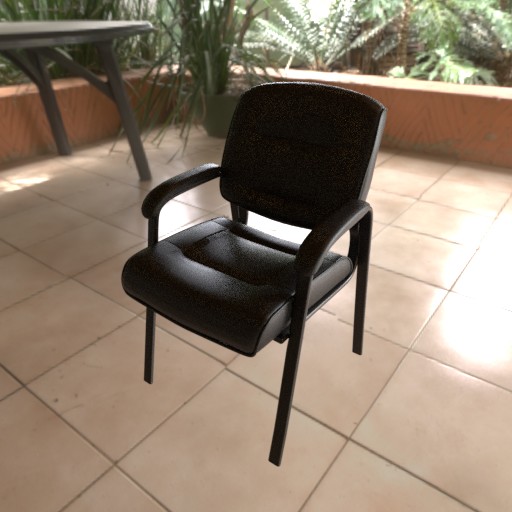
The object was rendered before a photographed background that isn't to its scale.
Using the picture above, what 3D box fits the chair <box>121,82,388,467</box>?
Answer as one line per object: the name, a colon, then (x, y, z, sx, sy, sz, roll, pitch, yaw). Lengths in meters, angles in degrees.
chair: (0.000, 0.000, 1.331, 0.591, 0.910, 0.668, 20, 35, 31)
